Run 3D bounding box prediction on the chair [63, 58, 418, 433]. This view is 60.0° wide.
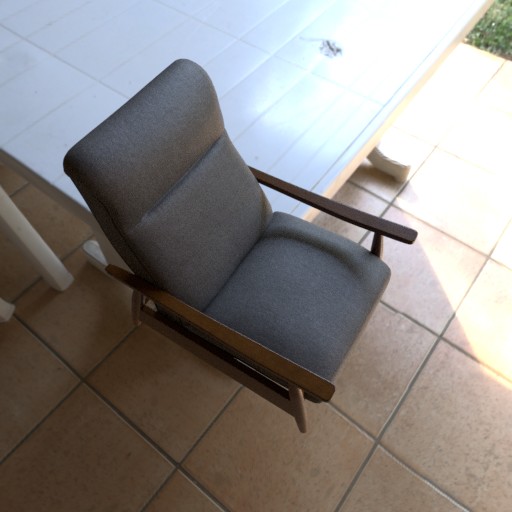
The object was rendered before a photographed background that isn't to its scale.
[{"bbox_3d":[0.000,0.000,1.752,1.014,1.081,0.762,28,62,17],"label":"chair"}]
